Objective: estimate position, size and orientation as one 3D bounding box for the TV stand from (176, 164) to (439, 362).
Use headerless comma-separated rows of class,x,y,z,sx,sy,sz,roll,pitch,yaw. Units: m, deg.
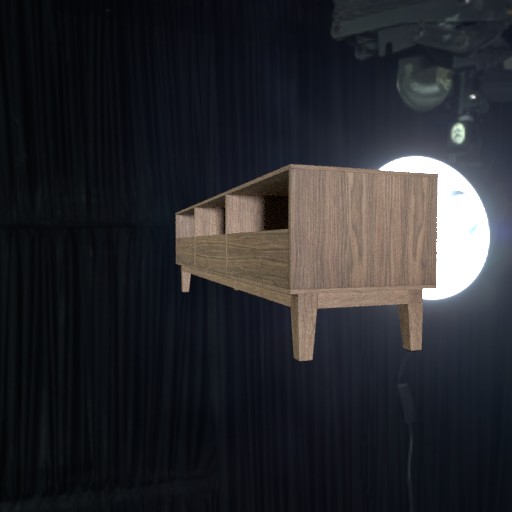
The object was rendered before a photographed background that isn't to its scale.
TV stand,0.000,0.000,1.653,0.366,0.409,1.482,-1,2,-19
